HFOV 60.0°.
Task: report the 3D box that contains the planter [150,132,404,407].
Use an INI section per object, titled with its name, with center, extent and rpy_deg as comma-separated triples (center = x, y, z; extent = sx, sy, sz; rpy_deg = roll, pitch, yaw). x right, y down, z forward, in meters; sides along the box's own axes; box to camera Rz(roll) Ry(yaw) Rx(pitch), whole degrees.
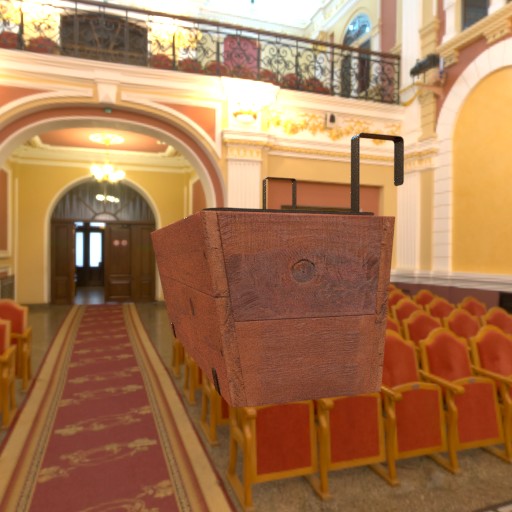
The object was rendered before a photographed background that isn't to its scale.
[planter]
center = 0.000, 0.000, 0.653
extent = 0.262, 0.289, 0.480
rpy_deg = 0, 1, -18
